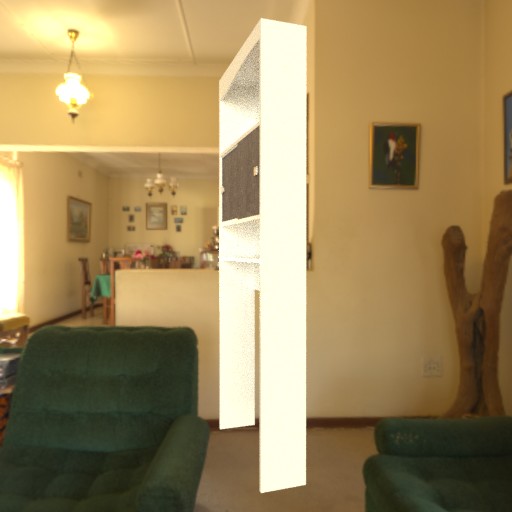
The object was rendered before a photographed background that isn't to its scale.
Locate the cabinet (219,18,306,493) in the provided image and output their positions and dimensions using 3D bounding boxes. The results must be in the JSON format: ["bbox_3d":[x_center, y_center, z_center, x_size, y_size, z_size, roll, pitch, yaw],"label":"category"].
[{"bbox_3d":[0.000,0.000,1.985,0.192,1.770,0.643,0,1,-19],"label":"cabinet"}]
